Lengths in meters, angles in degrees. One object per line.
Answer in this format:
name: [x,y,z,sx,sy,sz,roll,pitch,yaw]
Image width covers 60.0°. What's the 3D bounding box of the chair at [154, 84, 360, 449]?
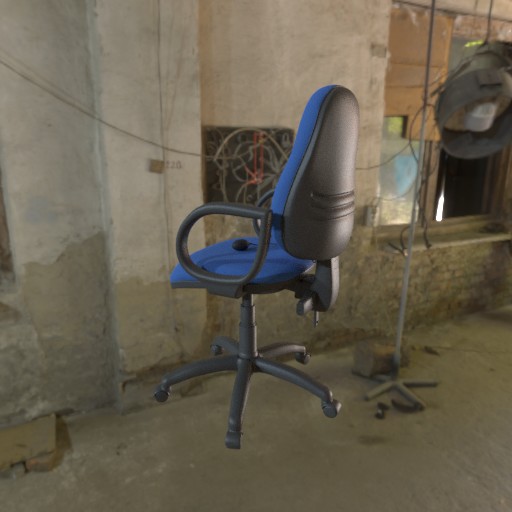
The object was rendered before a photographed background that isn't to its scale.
chair: [0.000,0.000,1.285,0.549,0.905,0.552,8,17,26]
